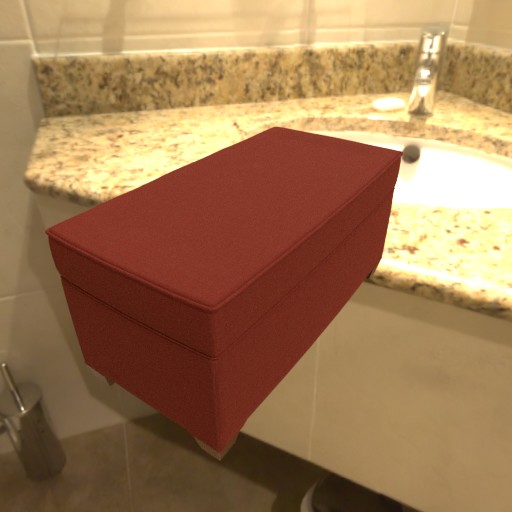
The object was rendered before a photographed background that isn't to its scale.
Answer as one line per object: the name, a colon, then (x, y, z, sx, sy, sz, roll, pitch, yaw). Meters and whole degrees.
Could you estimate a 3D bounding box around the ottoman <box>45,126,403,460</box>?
ottoman: (0.000, 0.000, 1.272, 0.497, 0.454, 0.948, 21, 38, 29)
